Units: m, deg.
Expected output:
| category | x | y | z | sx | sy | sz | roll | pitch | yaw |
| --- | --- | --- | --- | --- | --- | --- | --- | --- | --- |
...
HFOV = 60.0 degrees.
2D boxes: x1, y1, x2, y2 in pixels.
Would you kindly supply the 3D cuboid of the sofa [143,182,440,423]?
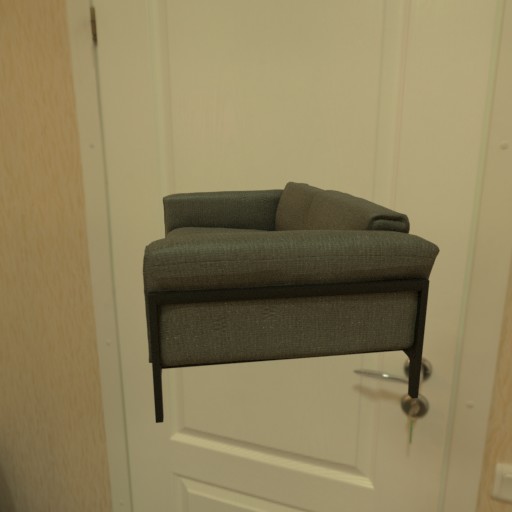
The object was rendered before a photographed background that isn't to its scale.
| category | x | y | z | sx | sy | sz | roll | pitch | yaw |
| --- | --- | --- | --- | --- | --- | --- | --- | --- | --- |
| sofa | 0.000 | 0.000 | 2.216 | 0.960 | 0.656 | 1.690 | -2 | 14 | -9 |
